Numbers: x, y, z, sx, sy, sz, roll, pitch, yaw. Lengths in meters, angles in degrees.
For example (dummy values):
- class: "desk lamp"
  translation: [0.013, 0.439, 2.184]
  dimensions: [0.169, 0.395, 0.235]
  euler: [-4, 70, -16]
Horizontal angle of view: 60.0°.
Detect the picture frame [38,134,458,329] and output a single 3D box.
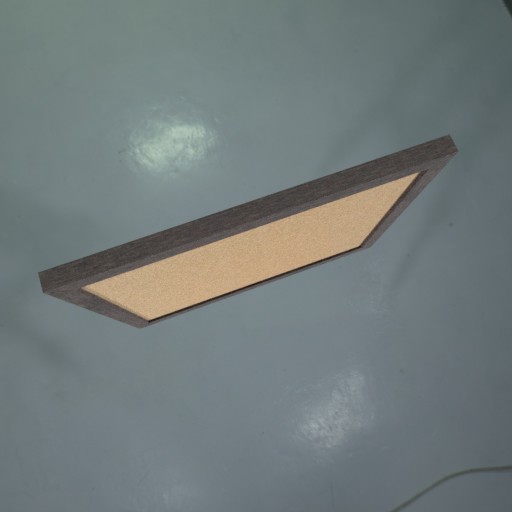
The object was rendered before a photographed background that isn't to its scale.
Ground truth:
- class: "picture frame"
  translation: [0.000, 0.000, 0.772]
  dimensions: [0.546, 0.455, 0.026]
  euler: [-19, 76, -5]
